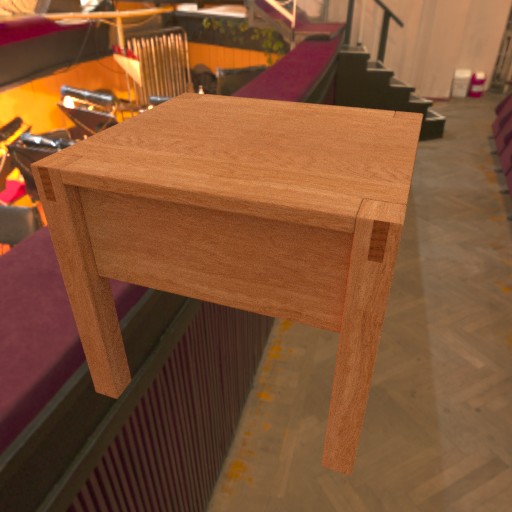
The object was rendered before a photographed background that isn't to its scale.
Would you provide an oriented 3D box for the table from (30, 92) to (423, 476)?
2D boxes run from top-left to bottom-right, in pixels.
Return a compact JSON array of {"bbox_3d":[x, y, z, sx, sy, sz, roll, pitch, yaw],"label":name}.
[{"bbox_3d":[0.000,0.000,0.814,0.480,0.450,0.440,11,35,17],"label":"table"}]
